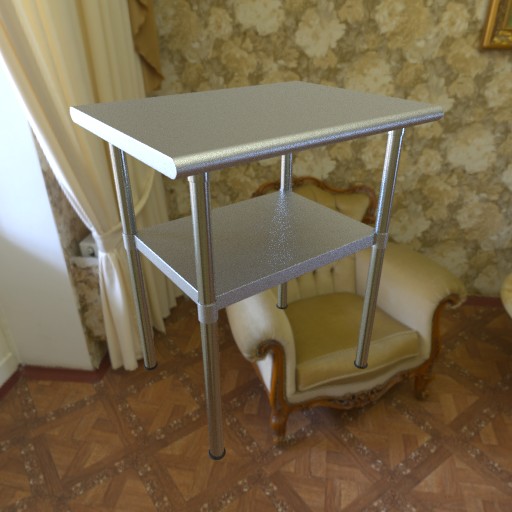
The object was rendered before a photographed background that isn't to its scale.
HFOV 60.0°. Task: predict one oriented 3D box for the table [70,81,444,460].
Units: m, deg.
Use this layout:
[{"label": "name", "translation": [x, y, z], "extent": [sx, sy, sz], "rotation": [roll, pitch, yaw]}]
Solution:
[{"label": "table", "translation": [0.000, 0.000, 1.343], "extent": [0.762, 0.876, 0.584], "rotation": [-20, 35, -31]}]
